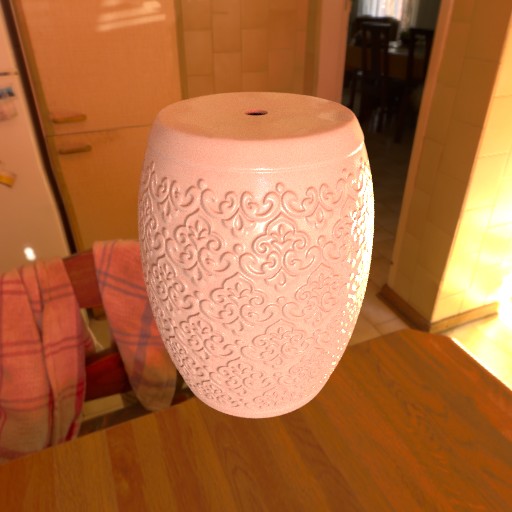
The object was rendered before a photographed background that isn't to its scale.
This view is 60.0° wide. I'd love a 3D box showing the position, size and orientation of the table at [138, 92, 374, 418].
[{"bbox_3d":[0.000,0.000,0.619,0.309,0.397,0.309,0,31,0],"label":"table"}]
